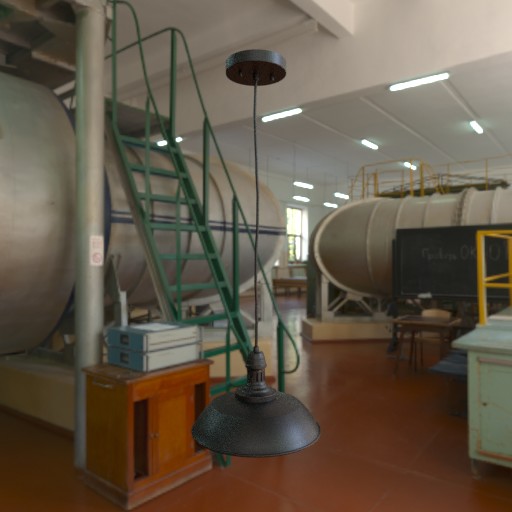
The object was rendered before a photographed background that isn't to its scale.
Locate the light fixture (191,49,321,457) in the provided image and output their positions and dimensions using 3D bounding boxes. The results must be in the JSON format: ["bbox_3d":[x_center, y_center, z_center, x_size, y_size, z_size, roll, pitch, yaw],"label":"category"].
[{"bbox_3d":[0.000,0.000,1.141,0.331,0.993,0.331,0,0,-17],"label":"light fixture"}]
